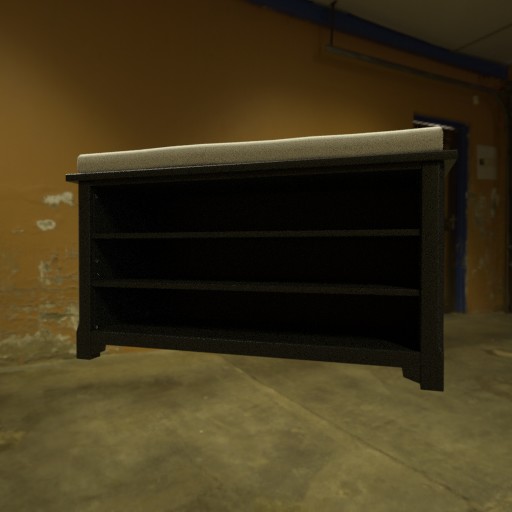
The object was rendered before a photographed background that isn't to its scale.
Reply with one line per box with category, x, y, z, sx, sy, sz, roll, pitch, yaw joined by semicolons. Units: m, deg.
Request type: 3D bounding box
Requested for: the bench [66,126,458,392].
bench;0.000;0.000;1.217;0.973;0.561;0.345;0;1;18
